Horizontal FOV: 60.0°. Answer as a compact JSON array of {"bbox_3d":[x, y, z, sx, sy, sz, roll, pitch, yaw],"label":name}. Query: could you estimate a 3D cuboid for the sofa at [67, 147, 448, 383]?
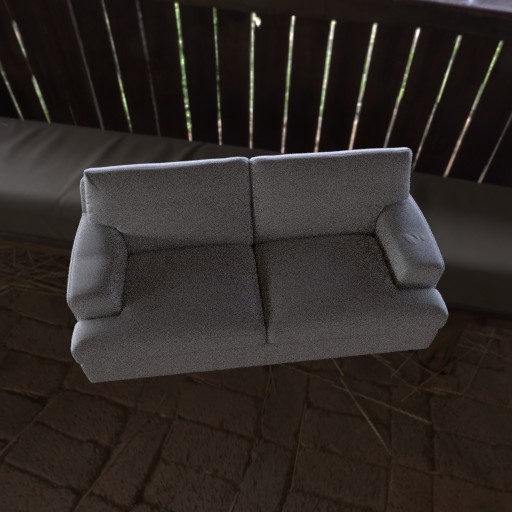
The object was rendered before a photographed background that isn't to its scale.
[{"bbox_3d":[0.000,0.000,2.833,2.261,0.940,1.143,-5,48,-4],"label":"sofa"}]
